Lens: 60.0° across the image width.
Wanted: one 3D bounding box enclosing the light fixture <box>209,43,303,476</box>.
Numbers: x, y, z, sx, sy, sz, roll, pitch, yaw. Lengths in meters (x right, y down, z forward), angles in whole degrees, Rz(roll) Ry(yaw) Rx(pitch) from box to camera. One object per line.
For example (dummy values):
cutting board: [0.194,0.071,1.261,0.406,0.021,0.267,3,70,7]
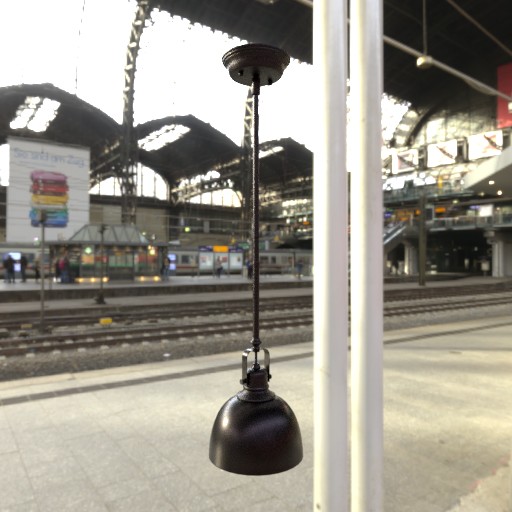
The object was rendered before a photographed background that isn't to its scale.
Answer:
light fixture: [0.000,0.000,0.863,0.182,0.768,0.182,1,-1,-36]
